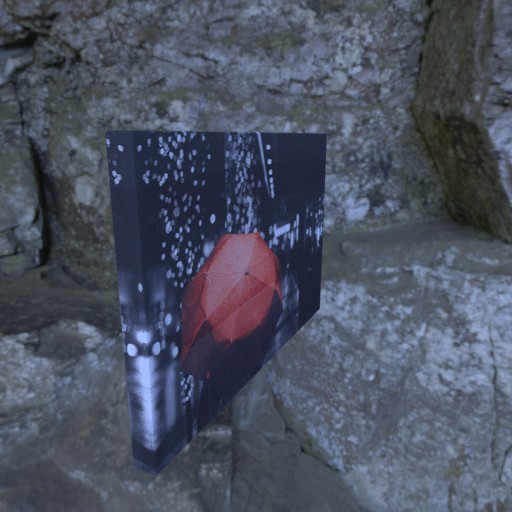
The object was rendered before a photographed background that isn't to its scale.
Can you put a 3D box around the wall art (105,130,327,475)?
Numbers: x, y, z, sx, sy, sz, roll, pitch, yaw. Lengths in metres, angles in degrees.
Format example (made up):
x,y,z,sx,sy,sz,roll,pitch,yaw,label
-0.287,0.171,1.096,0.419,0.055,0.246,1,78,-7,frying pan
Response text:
x,y,z,sx,sy,sz,roll,pitch,yaw,label
0.000,0.000,0.757,0.037,0.406,0.609,8,17,26,wall art
